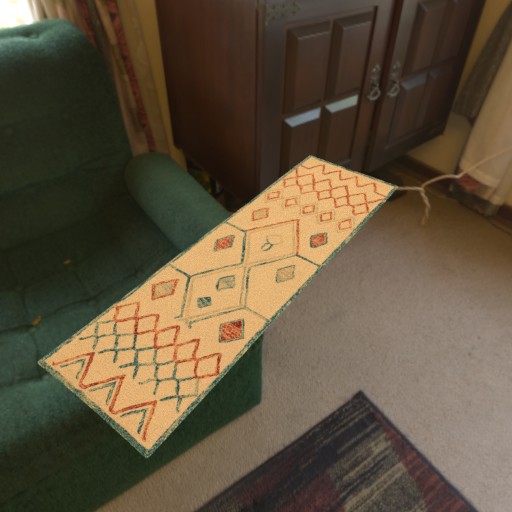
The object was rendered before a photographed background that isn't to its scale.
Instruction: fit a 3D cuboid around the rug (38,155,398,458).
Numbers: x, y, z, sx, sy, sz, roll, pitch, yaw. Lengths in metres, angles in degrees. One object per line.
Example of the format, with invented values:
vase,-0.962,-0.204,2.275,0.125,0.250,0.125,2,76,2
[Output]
rug,0.000,0.000,2.642,0.750,0.011,2.435,27,48,27
